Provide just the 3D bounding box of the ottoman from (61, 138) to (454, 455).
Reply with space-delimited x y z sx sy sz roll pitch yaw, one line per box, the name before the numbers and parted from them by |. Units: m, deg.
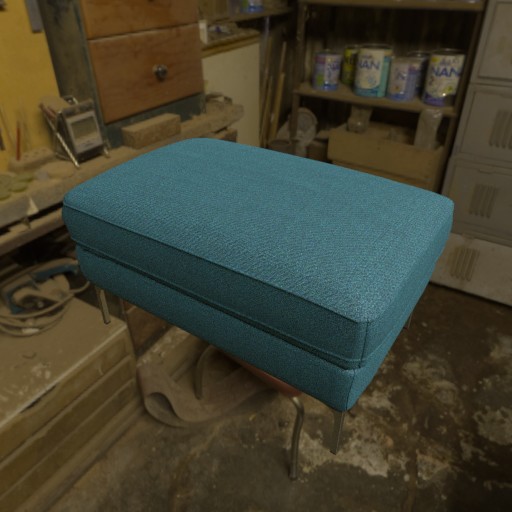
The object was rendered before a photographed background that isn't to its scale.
ottoman | 0.000 0.000 1.198 0.856 0.498 0.563 20 38 28
